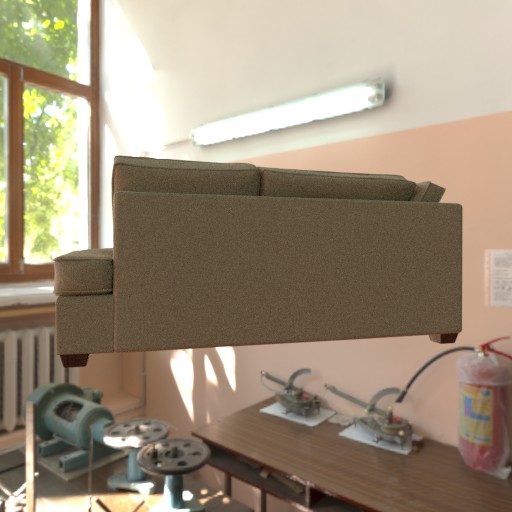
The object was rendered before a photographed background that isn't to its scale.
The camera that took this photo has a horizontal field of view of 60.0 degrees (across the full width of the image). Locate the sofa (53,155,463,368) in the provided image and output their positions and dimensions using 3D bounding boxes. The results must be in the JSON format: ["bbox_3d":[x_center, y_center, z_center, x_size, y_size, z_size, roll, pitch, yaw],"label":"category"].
[{"bbox_3d":[0.000,0.000,2.826,2.237,1.033,1.110,0,0,-15],"label":"sofa"}]
